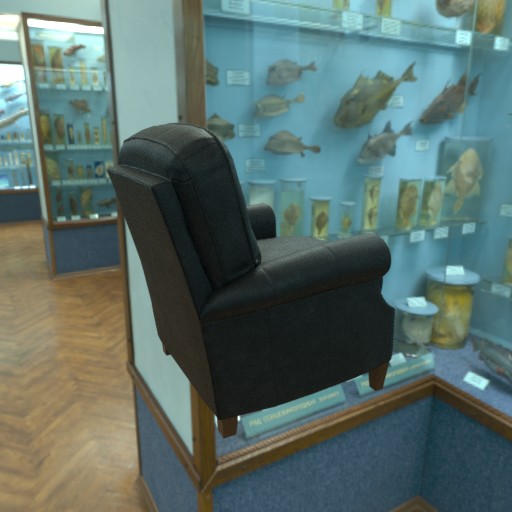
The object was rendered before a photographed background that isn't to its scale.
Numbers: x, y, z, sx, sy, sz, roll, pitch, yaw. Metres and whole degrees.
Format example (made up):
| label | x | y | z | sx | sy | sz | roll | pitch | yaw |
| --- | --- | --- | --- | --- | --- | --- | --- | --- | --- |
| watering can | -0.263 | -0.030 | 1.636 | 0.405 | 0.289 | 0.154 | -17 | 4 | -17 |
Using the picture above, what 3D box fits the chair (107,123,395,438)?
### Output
| label | x | y | z | sx | sy | sz | roll | pitch | yaw |
| --- | --- | --- | --- | --- | --- | --- | --- | --- | --- |
| chair | 0.000 | 0.000 | 1.779 | 0.986 | 1.018 | 0.936 | -8 | 18 | -27 |
